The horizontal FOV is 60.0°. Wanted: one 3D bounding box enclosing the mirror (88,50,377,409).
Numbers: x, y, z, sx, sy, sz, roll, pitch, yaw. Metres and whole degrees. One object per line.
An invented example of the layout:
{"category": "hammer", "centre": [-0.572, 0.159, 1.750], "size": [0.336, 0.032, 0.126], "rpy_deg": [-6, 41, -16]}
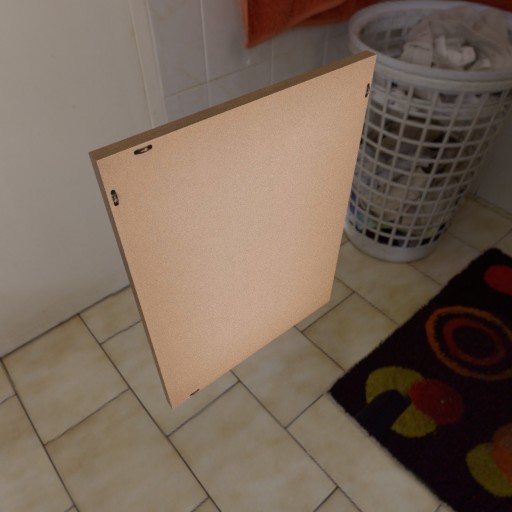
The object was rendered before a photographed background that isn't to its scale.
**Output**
{"category": "mirror", "centre": [0.000, 0.000, 1.340], "size": [0.762, 1.016, 0.040], "rpy_deg": [-30, 53, -25]}
